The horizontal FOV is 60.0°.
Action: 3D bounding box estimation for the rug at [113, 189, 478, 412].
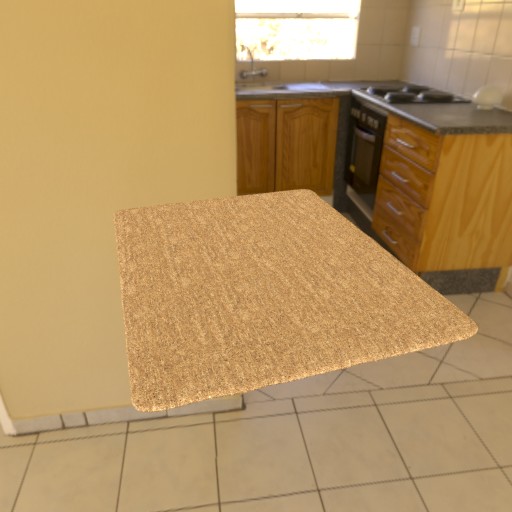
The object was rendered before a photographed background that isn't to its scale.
[{"bbox_3d":[0.000,0.000,3.750,2.242,0.050,2.873,-9,29,-16],"label":"rug"}]
